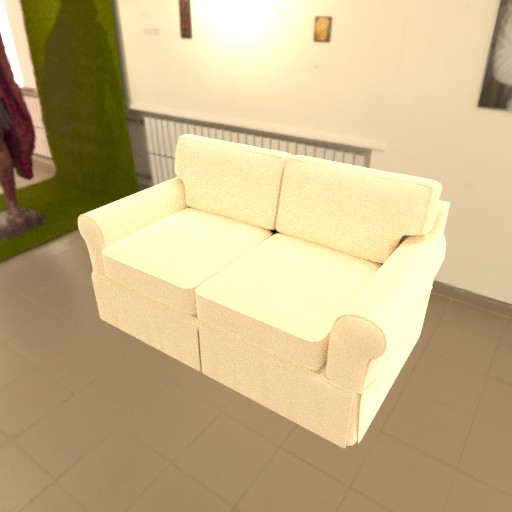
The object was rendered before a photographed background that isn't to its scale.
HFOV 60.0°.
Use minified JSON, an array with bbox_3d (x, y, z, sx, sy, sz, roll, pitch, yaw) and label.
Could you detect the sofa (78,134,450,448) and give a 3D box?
[{"bbox_3d":[0.000,0.000,2.357,1.727,0.940,0.991,19,34,30],"label":"sofa"}]
